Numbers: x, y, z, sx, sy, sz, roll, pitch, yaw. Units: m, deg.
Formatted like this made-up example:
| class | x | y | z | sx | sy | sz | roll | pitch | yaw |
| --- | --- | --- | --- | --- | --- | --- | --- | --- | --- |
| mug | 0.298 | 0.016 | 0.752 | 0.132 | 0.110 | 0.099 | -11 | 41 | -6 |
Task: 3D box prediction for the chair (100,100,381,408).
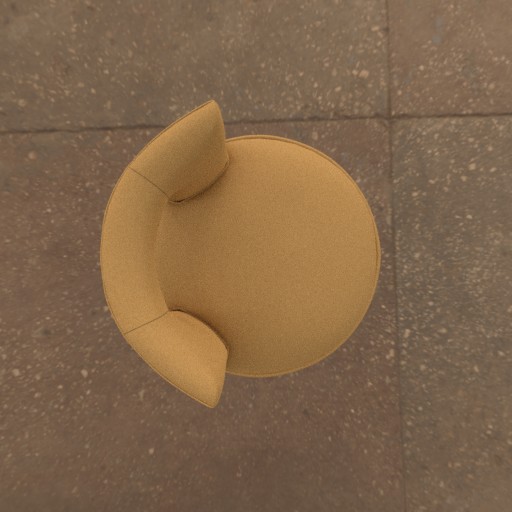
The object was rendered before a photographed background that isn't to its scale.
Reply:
| class | x | y | z | sx | sy | sz | roll | pitch | yaw |
| --- | --- | --- | --- | --- | --- | --- | --- | --- | --- |
| chair | 0.000 | 0.000 | 1.228 | 0.665 | 0.723 | 0.650 | 0 | 89 | -1 |
